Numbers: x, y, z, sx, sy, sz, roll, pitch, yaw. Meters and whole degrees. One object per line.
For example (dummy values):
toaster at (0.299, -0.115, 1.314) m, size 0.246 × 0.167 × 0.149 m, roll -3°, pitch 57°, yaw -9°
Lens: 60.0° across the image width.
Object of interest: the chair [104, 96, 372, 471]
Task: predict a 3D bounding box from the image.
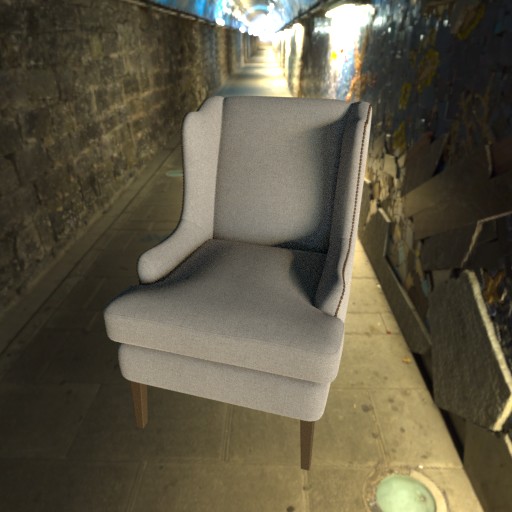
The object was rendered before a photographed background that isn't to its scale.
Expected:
chair at (0.000, 0.000, 1.647) m, size 0.737 × 1.029 × 0.940 m, roll 8°, pitch 27°, yaw 15°
